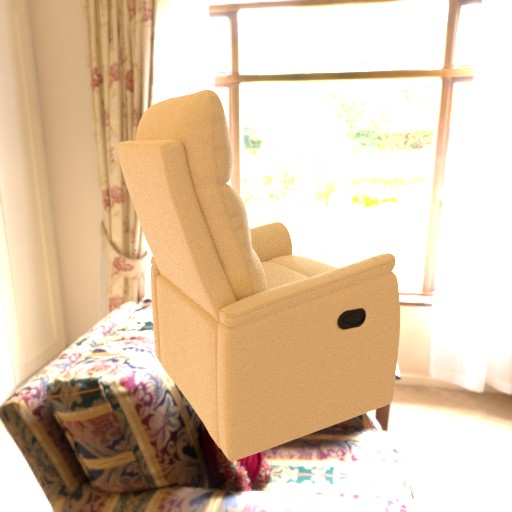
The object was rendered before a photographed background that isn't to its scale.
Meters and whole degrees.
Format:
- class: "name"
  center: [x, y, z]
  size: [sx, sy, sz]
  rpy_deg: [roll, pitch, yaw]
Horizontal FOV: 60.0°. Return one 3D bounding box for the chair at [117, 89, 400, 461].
- class: "chair"
  center: [0.000, 0.000, 1.628]
  size: [0.831, 1.082, 0.775]
  rpy_deg: [-8, 16, -28]
